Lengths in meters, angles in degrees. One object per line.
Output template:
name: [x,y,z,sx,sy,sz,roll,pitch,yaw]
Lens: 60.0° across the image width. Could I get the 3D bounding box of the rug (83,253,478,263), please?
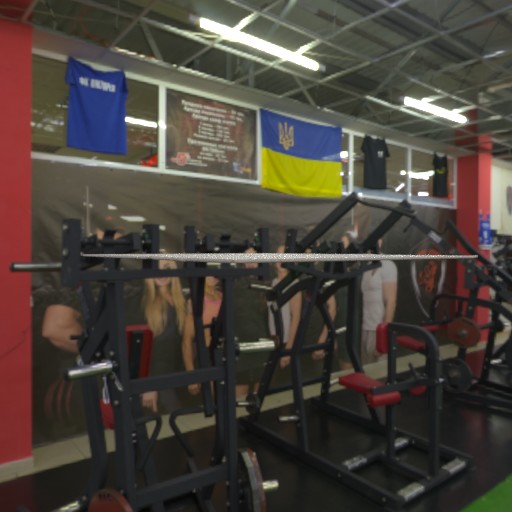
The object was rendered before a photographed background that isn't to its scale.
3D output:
rug: [0.000,0.000,4.229,2.434,0.032,3.007,-1,1,-35]
